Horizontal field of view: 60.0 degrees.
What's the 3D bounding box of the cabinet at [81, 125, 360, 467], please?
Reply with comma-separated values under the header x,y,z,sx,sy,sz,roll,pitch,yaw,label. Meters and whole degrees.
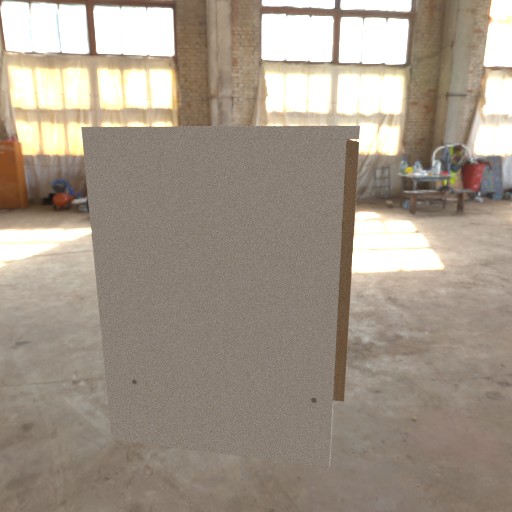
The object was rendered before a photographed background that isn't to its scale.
x,y,z,sx,sy,sz,roll,pitch,yaw,label
0.000,0.000,0.952,0.400,0.522,0.600,3,15,10,cabinet
